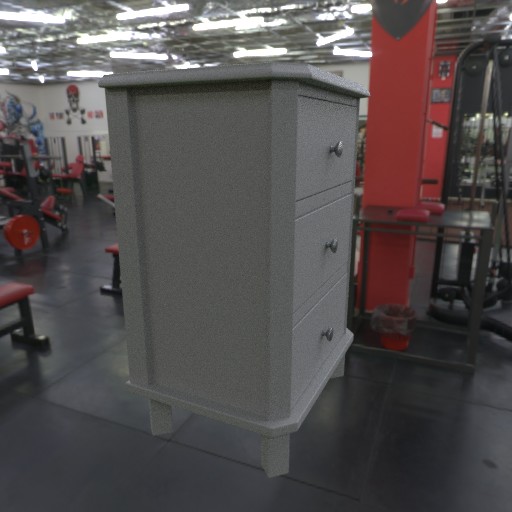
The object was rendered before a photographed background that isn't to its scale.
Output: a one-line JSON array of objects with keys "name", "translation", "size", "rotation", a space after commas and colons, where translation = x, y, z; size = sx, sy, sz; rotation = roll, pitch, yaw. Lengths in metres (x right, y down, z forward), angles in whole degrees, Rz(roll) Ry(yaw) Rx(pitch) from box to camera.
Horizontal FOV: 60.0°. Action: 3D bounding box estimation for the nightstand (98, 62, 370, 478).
[{"name": "nightstand", "translation": [0.000, 0.000, 0.926], "size": [0.350, 0.680, 0.450], "rotation": [8, 17, 25]}]
